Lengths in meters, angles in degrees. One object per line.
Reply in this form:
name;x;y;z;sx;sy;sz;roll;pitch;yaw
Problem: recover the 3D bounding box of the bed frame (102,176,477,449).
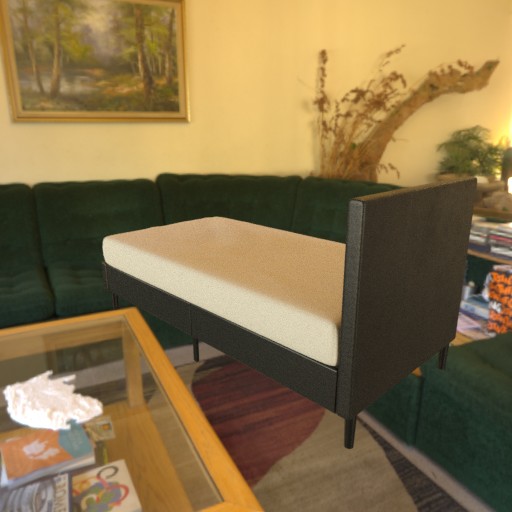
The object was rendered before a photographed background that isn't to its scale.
bed frame;0.000;0.000;2.566;1.038;1.046;2.152;-15;22;-42
